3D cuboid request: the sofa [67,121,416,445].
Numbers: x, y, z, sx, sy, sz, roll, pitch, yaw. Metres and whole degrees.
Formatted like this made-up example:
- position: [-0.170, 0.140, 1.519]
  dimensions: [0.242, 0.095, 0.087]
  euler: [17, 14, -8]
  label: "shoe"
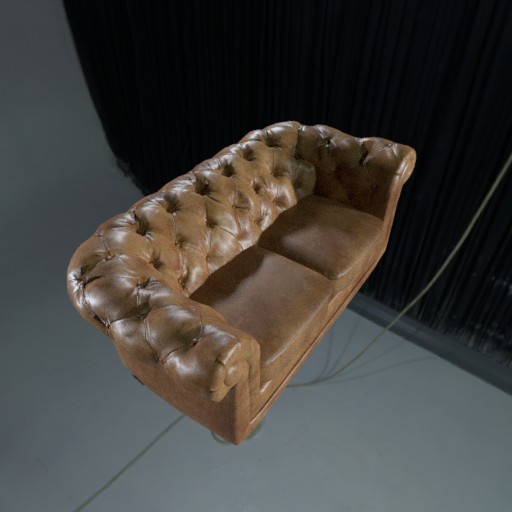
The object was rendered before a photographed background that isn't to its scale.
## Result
- position: [0.000, 0.000, 2.489]
  dimensions: [1.042, 0.877, 1.979]
  euler: [25, 46, 26]
  label: "sofa"
